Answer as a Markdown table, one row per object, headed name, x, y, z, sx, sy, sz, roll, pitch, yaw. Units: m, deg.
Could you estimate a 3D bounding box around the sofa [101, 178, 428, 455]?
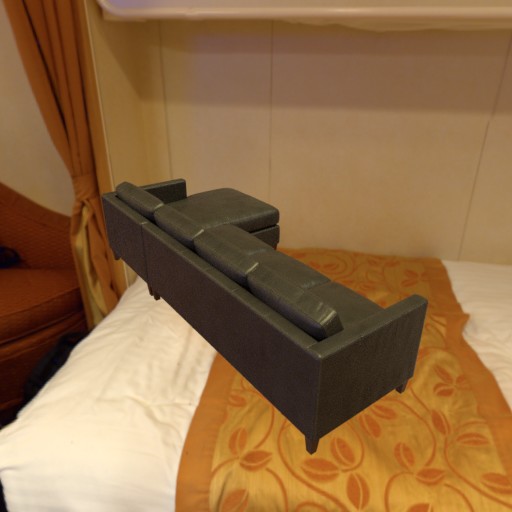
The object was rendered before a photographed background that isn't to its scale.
| name | x | y | z | sx | sy | sz | roll | pitch | yaw |
| --- | --- | --- | --- | --- | --- | --- | --- | --- | --- |
| sofa | 0.000 | 0.000 | 3.917 | 1.581 | 0.883 | 3.203 | -18 | 32 | -32 |
